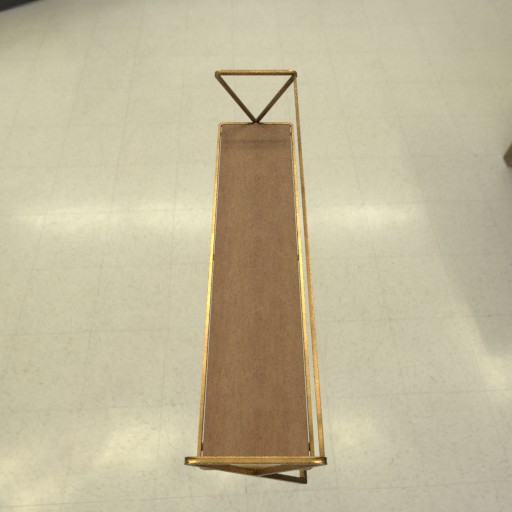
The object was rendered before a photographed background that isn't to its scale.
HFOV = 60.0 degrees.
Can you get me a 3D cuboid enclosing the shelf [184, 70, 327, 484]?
[{"bbox_3d":[0.000,0.000,0.722,0.150,0.229,0.645,0,58,0],"label":"shelf"}]
